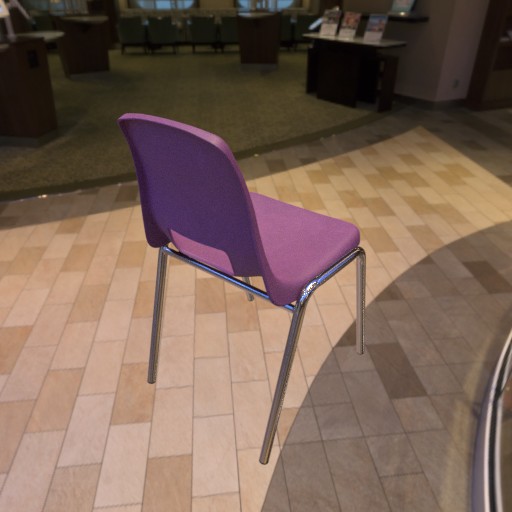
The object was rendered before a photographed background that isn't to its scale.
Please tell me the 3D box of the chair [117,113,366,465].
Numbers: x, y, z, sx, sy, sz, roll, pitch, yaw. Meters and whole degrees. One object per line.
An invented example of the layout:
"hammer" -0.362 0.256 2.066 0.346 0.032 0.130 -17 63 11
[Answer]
"chair" 0.000 0.000 0.926 0.381 0.654 0.432 22 38 31
